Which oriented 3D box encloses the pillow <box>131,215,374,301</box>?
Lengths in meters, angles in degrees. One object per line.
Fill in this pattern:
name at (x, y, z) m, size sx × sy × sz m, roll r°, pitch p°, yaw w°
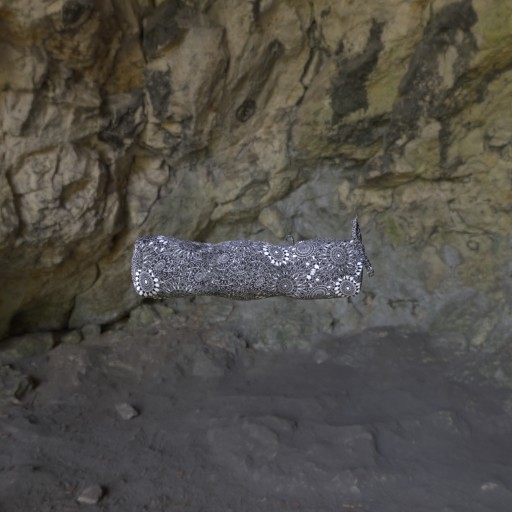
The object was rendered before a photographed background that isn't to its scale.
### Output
pillow at (0.000, 0.000, 1.379) m, size 0.511 × 0.174 × 1.194 m, roll 0°, pitch 1°, yaw -2°
